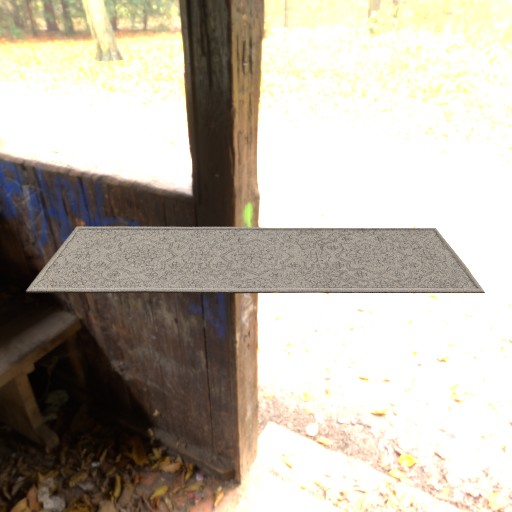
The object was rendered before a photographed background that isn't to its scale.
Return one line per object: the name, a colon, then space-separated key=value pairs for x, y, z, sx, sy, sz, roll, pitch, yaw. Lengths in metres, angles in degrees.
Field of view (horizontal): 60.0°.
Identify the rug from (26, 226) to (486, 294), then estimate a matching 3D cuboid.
rug: x=0.000 y=0.000 z=2.676 sx=2.448 sy=0.012 sz=0.769 roll=0 pitch=31 yaw=0
